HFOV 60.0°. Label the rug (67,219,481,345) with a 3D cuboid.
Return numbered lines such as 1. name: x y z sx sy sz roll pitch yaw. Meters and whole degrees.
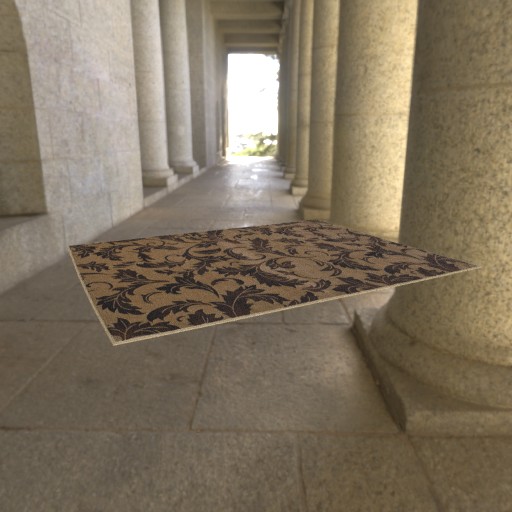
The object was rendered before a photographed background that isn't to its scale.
1. rug: 0.000 0.000 3.988 2.977 0.008 2.380 -8 18 -27
